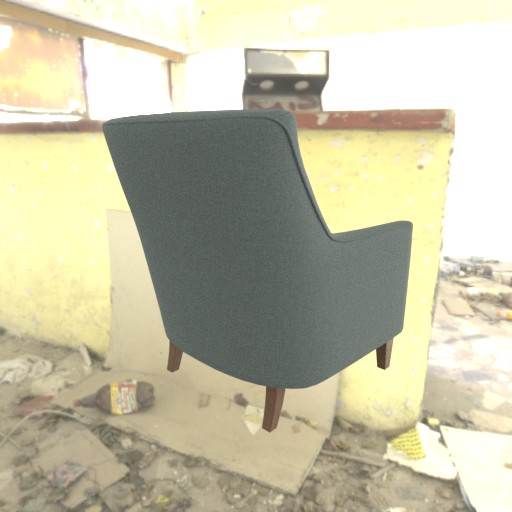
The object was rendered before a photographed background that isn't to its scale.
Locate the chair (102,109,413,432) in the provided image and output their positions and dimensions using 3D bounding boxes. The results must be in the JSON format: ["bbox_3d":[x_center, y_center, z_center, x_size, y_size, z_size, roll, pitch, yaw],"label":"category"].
[{"bbox_3d":[0.000,0.000,1.537,0.756,0.916,0.879,14,20,43],"label":"chair"}]
